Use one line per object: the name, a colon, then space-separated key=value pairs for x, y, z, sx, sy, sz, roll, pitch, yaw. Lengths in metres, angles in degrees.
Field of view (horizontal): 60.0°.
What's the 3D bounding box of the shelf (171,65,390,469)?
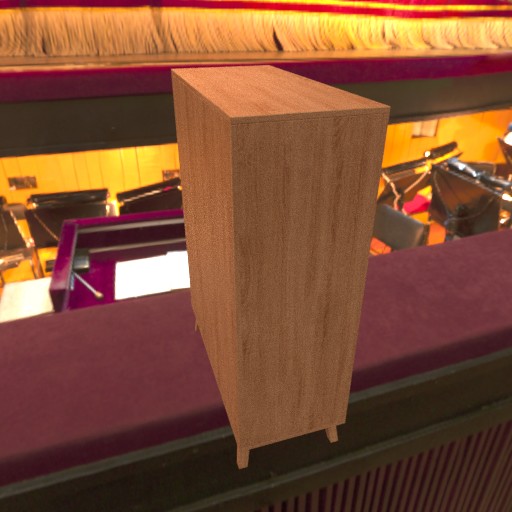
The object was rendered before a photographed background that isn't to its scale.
shelf: x=0.000 y=0.000 z=1.896 sx=0.450 sy=1.390 sz=1.000 roll=-9 pitch=31 yaw=-15
